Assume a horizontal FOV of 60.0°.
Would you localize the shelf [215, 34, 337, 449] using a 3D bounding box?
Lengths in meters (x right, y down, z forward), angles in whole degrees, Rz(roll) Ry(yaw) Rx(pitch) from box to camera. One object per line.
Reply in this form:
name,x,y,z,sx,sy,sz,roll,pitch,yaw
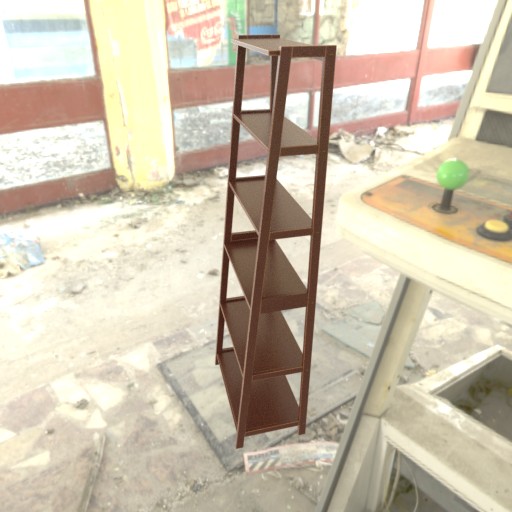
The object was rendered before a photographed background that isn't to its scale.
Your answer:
shelf,0.000,0.000,2.155,0.381,1.892,0.660,-7,30,-12
